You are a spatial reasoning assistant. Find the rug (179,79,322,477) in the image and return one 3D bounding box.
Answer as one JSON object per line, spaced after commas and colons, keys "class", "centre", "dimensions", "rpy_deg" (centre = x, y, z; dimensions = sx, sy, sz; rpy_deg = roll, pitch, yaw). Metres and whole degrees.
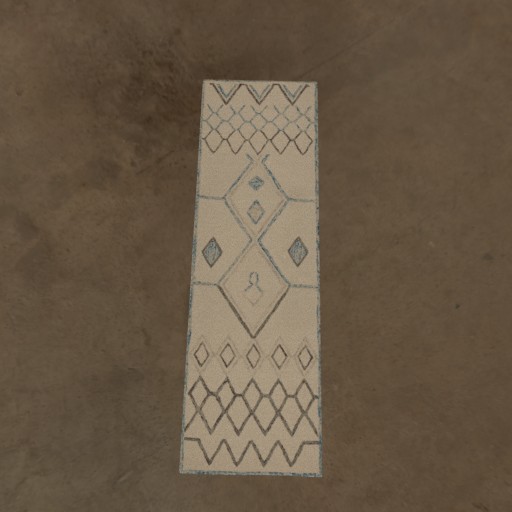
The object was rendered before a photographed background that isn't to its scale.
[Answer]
{"class": "rug", "centre": [0.000, 0.000, 2.687], "dimensions": [0.770, 0.013, 2.434], "rpy_deg": [1, 76, 0]}
